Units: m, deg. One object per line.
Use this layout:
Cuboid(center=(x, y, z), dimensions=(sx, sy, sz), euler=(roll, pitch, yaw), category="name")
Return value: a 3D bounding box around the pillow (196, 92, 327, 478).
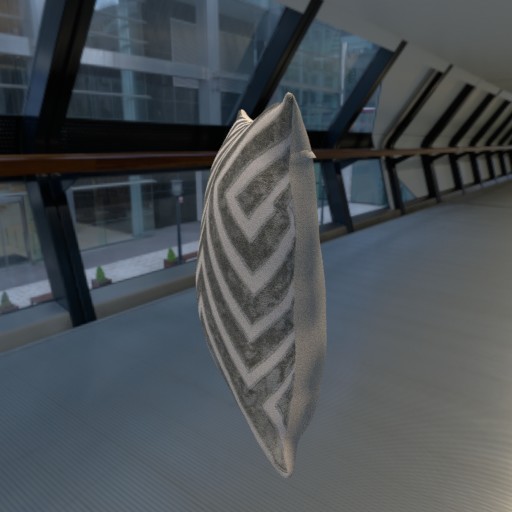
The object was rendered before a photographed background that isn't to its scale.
Cuboid(center=(0.000, 0.000, 0.668), dimensions=(0.182, 0.441, 0.440), euler=(-2, 15, -8), category="pillow")
